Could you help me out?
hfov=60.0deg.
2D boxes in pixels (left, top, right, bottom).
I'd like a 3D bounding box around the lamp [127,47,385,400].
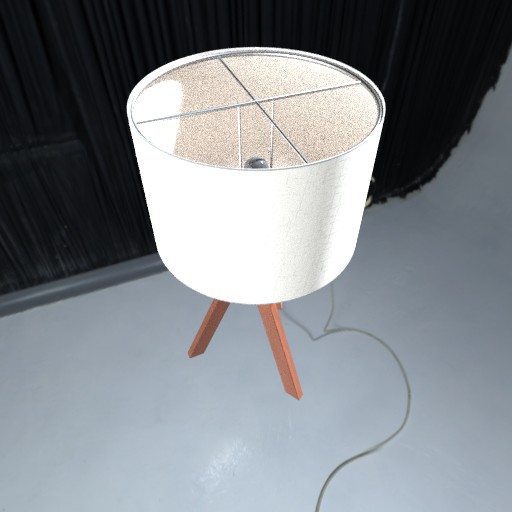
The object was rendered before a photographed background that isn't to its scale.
[{"bbox_3d":[0.000,0.000,0.910,0.380,0.686,0.380,-16,48,-15],"label":"lamp"}]
